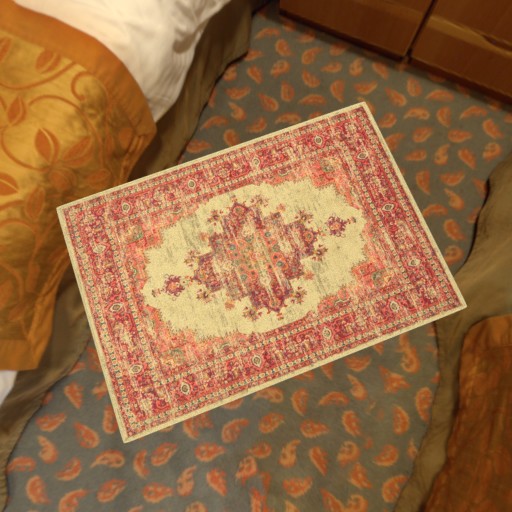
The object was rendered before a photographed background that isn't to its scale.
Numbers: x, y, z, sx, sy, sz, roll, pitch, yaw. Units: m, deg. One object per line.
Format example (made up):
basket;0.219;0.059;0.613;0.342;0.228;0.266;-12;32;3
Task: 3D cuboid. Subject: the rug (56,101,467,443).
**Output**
rug;0.000;0.000;3.664;2.878;0.014;2.005;-20;77;-5
